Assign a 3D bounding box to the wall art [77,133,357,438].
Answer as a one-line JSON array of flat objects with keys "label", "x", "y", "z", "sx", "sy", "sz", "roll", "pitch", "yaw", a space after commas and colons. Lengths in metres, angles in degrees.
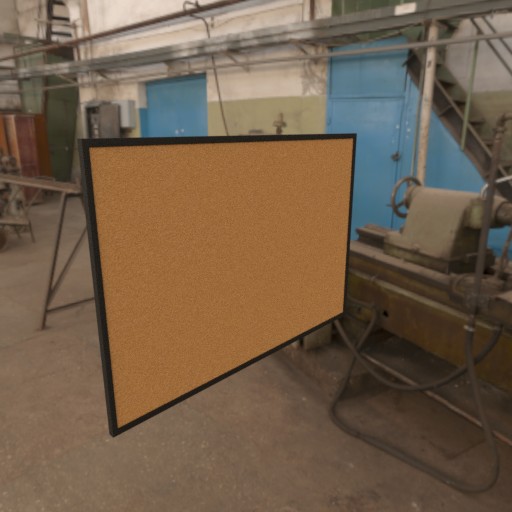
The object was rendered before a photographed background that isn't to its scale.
[{"label": "wall art", "x": 0.000, "y": 0.000, "z": 0.872, "sx": 0.013, "sy": 0.458, "sz": 0.664, "roll": 15, "pitch": 22, "yaw": 42}]
